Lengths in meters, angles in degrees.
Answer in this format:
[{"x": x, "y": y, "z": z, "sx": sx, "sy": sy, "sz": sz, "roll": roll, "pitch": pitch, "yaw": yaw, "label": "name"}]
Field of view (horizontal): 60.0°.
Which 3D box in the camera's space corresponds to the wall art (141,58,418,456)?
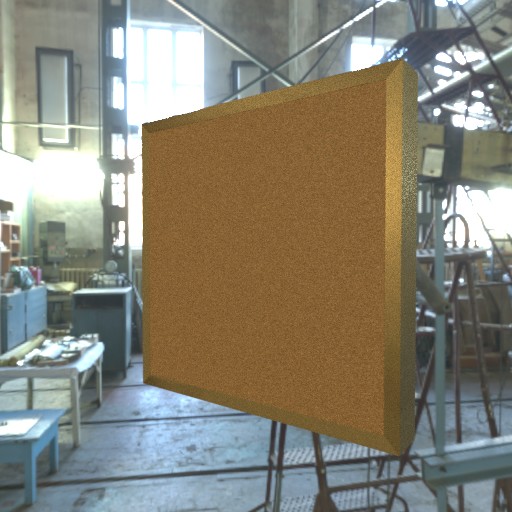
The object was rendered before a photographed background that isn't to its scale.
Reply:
[{"x": 0.000, "y": 0.000, "z": 0.445, "sx": 0.304, "sy": 0.305, "sz": 0.038, "roll": 1, "pitch": 2, "yaw": 37, "label": "wall art"}]
